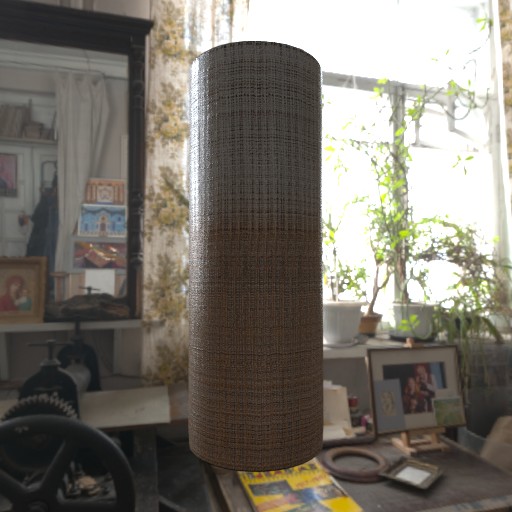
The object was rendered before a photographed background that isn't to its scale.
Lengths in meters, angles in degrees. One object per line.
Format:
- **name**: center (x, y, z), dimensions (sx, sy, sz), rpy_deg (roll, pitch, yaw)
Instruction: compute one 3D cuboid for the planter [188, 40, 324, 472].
- **planter**: center (0.000, 0.000, 0.331), dimensions (0.099, 0.278, 0.099), rpy_deg (-1, -2, 35)
